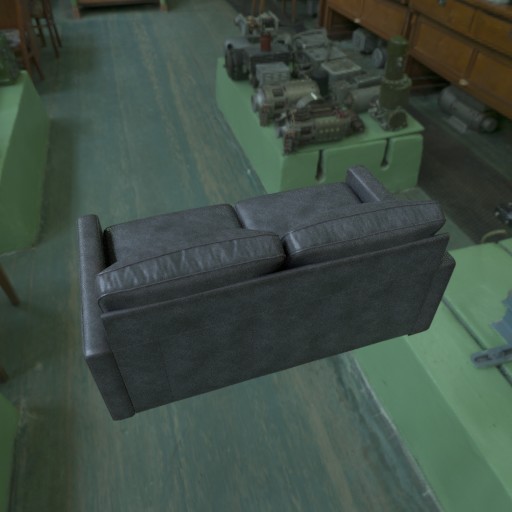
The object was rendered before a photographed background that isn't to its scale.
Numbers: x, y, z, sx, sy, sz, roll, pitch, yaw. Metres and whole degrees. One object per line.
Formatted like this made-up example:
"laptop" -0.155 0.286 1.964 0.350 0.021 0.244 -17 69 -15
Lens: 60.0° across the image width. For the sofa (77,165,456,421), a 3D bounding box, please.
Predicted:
"sofa" 0.000 0.000 2.302 1.732 0.916 0.939 -13 44 -13
